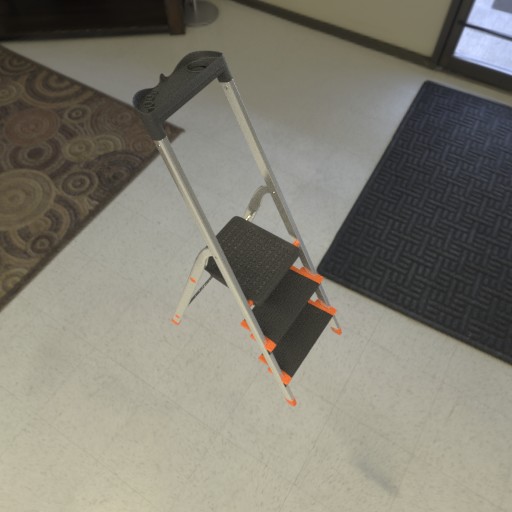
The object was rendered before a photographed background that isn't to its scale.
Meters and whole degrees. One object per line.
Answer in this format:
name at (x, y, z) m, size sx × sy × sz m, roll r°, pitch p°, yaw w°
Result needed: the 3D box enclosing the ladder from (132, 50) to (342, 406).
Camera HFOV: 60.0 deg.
ladder at (0.000, 0.000, 1.546) m, size 0.686 × 1.229 × 0.416 m, roll 31°, pitch 63°, yaw 18°
